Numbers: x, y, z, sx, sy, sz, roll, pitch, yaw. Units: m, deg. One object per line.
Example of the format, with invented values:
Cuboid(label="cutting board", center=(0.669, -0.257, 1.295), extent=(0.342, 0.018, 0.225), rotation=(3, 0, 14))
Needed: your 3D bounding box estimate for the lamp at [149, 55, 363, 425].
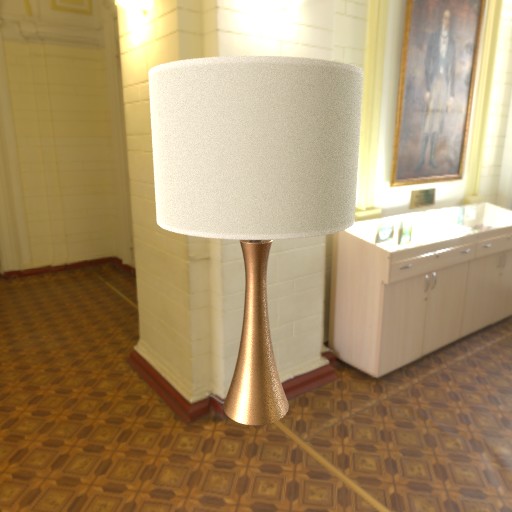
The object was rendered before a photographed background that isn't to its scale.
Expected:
Cuboid(label="lamp", center=(0.000, 0.000, 0.627), extent=(0.268, 0.479, 0.268), rotation=(2, 15, 9))
